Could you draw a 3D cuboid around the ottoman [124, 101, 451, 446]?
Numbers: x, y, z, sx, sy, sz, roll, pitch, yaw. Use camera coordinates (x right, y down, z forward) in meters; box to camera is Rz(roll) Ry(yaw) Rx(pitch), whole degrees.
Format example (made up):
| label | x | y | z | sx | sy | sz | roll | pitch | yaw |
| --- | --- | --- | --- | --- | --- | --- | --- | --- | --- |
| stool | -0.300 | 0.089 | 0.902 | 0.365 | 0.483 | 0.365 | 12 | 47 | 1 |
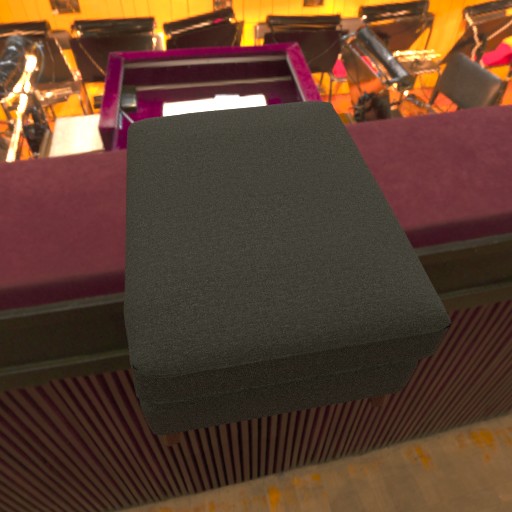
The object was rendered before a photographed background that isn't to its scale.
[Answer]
| label | x | y | z | sx | sy | sz | roll | pitch | yaw |
| --- | --- | --- | --- | --- | --- | --- | --- | --- | --- |
| ottoman | 0.000 | 0.000 | 1.217 | 0.629 | 0.503 | 0.835 | -8 | 49 | -7 |
